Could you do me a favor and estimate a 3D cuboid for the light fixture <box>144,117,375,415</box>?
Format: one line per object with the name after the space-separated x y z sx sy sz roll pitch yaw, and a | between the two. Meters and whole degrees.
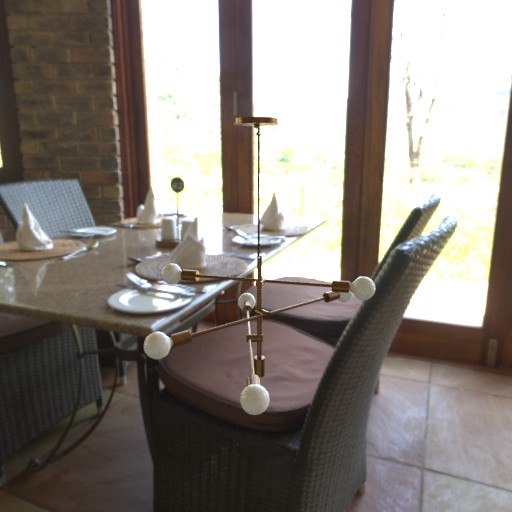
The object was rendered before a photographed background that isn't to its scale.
0.000 0.000 1.255 0.637 0.744 0.682 6 14 25 | light fixture
